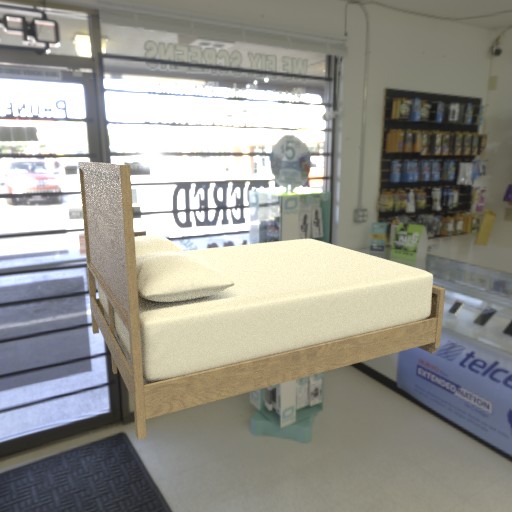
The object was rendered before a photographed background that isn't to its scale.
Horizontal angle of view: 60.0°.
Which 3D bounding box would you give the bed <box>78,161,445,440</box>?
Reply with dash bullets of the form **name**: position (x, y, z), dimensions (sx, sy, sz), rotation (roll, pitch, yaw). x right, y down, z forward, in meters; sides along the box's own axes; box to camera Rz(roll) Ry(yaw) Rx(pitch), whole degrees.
- **bed**: position (0.000, 0.000, 3.291), dimensions (2.189, 1.369, 1.606), rotation (-7, 14, -27)
